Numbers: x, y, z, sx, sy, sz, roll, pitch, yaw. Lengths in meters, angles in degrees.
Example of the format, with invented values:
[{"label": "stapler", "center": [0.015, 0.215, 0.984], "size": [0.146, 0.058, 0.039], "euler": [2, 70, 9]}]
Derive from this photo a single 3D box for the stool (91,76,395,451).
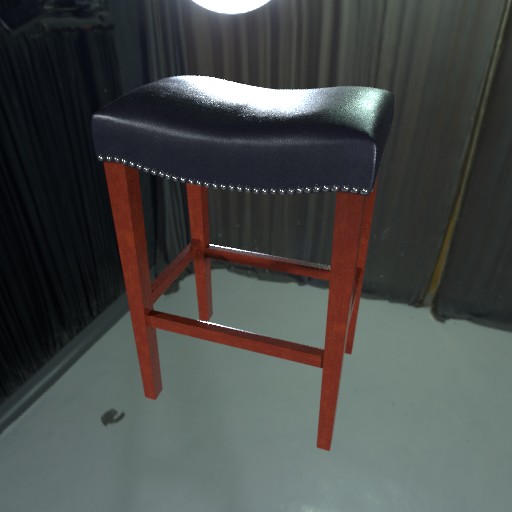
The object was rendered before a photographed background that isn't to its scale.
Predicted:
[{"label": "stool", "center": [0.000, 0.000, 1.028], "size": [0.504, 0.742, 0.372], "euler": [10, 33, 16]}]
